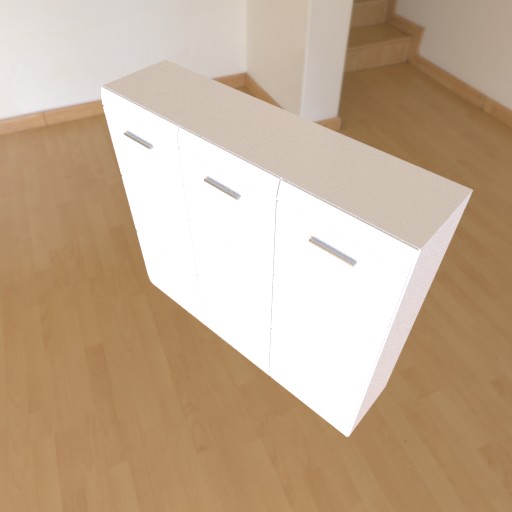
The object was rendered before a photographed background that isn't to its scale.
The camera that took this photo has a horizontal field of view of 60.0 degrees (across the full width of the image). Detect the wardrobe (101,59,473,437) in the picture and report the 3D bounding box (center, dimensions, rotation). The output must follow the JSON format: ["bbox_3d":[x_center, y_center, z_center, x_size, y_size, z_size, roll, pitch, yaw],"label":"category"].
[{"bbox_3d":[0.000,0.000,1.915,1.340,1.200,0.360,33,55,27],"label":"wardrobe"}]
